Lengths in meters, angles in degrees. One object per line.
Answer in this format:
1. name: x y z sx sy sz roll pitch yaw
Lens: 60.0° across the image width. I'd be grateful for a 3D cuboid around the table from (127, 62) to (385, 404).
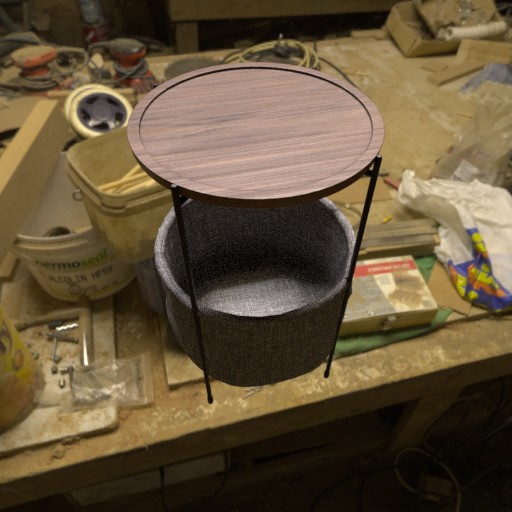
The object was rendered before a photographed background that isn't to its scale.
1. table: 0.000 0.000 0.902 0.400 0.623 0.400 -10 48 -9
